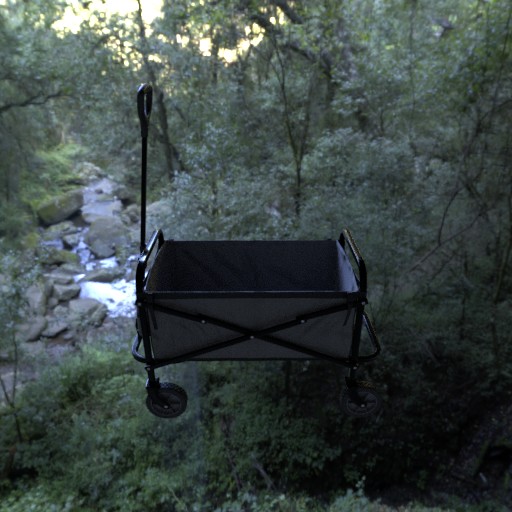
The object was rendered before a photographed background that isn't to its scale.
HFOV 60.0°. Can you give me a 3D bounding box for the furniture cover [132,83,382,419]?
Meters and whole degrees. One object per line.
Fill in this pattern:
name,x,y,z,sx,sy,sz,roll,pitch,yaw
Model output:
furniture cover,0.000,0.000,1.779,1.038,1.295,0.532,0,27,0
